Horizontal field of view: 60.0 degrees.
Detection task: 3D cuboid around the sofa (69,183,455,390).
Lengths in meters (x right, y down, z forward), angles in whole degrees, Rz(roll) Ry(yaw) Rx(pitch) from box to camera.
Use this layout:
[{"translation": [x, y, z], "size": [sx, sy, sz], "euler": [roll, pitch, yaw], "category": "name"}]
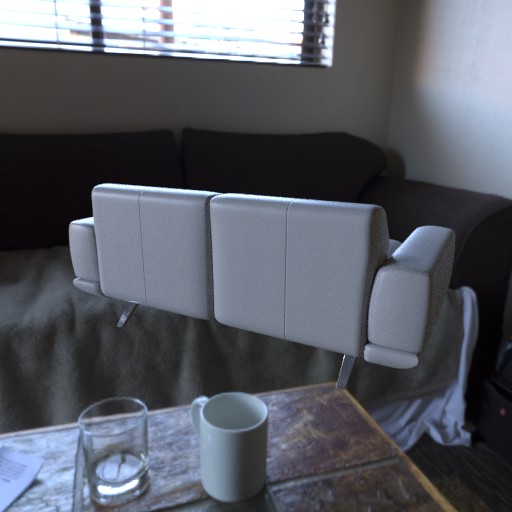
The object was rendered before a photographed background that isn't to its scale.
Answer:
[{"translation": [0.000, 0.000, 2.397], "size": [1.901, 0.772, 0.900], "euler": [9, 18, 27], "category": "sofa"}]
